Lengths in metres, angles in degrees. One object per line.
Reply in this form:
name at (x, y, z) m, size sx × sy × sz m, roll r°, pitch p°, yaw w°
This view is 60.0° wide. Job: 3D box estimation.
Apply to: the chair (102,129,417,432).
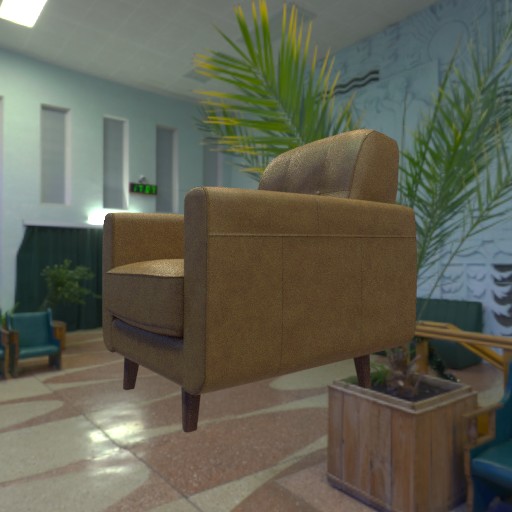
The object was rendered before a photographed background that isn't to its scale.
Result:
chair at (0.000, 0.000, 1.655) m, size 0.942 × 0.968 × 0.845 m, roll 1°, pitch -1°, yaw -35°
